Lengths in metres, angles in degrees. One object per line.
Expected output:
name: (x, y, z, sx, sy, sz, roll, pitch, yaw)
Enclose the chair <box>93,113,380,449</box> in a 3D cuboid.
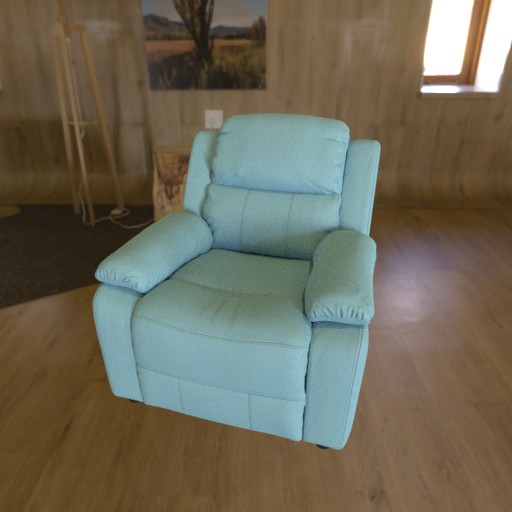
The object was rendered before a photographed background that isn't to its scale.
chair: (0.000, 0.000, 1.260, 0.680, 0.702, 0.709, 8, 27, 15)
